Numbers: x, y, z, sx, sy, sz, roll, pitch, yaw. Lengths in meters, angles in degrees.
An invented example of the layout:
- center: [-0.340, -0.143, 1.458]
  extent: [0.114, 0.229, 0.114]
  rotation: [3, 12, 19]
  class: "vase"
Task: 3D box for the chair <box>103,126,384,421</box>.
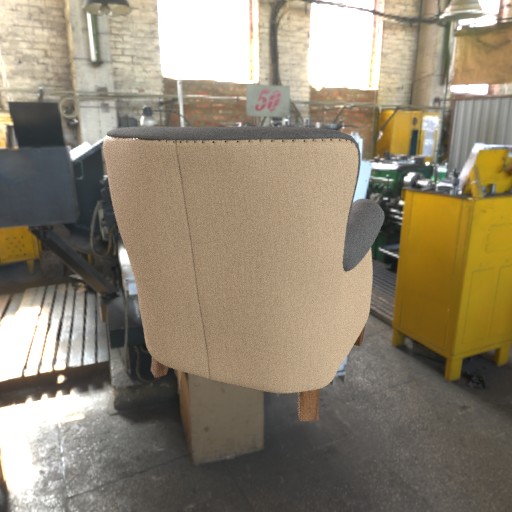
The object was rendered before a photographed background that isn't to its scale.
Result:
- center: [0.000, 0.000, 1.670]
  extent: [0.861, 0.936, 0.921]
  rotation: [8, 18, 26]
  class: "chair"
